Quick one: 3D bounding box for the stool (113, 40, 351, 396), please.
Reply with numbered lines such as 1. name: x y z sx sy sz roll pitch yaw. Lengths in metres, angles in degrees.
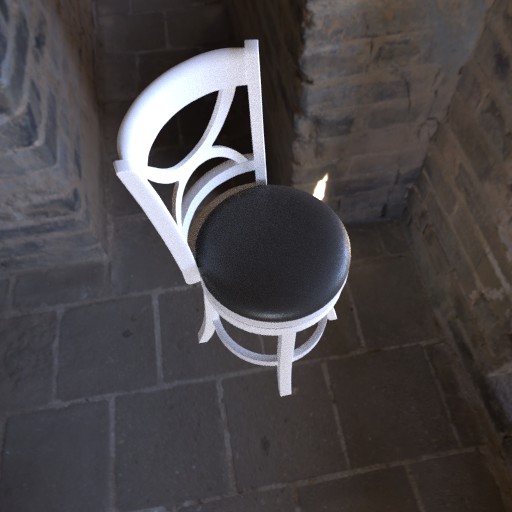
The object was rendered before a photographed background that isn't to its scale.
1. stool: 0.000 0.000 1.234 0.508 0.953 0.444 30 64 16
